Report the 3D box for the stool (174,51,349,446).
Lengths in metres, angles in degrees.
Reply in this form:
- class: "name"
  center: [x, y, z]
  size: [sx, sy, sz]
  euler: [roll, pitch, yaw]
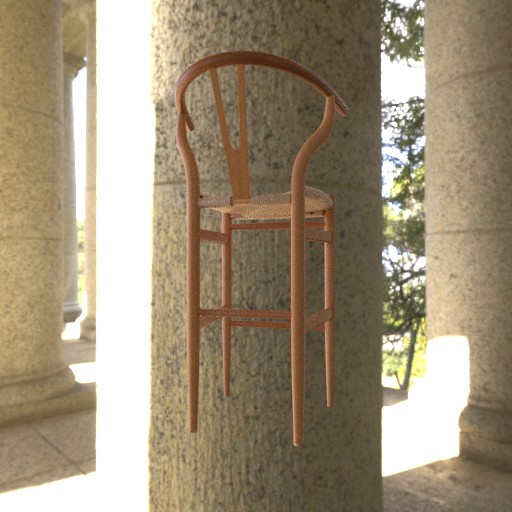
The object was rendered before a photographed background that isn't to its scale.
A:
- class: "stool"
  center: [0.000, 0.000, 1.417]
  size: [0.574, 1.068, 0.561]
  euler: [0, -1, 18]
